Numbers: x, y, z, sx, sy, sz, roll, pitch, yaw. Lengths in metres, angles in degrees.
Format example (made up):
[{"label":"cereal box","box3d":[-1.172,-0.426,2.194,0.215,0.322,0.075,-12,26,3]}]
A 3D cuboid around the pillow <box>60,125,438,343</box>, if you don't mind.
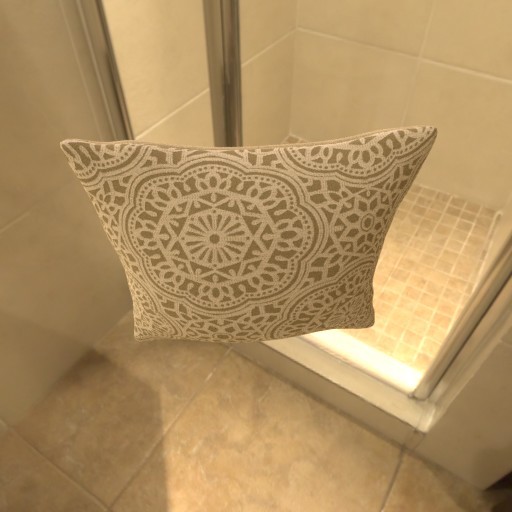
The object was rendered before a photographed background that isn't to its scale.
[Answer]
[{"label":"pillow","box3d":[0.000,0.000,0.657,0.438,0.421,0.167,-3,48,-3]}]
